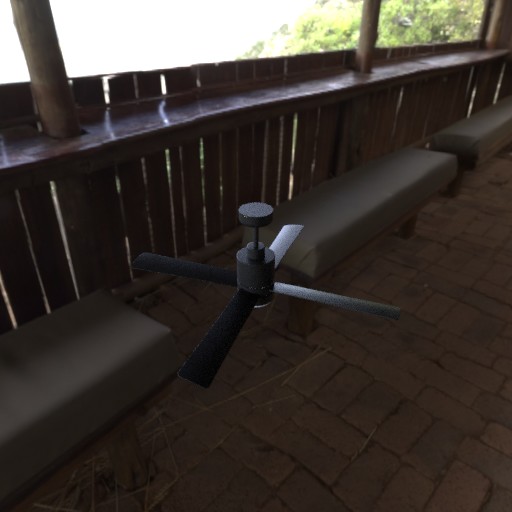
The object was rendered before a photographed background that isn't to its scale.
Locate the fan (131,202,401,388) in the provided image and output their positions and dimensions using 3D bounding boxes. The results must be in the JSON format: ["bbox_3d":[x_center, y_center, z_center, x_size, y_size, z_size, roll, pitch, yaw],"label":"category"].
[{"bbox_3d":[0.000,0.000,2.336,1.525,0.534,1.525,11,32,18],"label":"fan"}]
